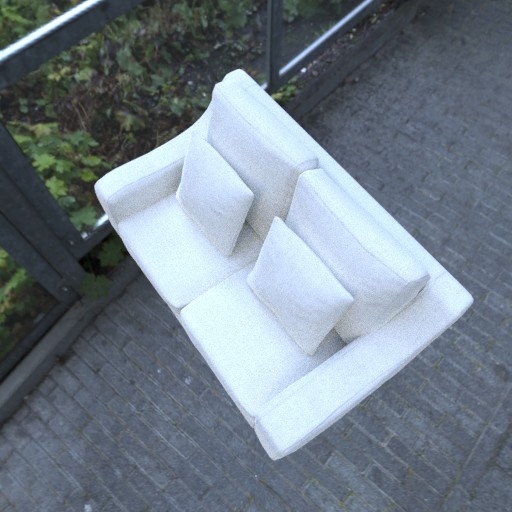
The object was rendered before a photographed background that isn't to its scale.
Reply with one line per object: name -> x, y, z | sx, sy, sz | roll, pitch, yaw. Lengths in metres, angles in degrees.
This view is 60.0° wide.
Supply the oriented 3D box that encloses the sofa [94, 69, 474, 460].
sofa -> 0.000, 0.000, 2.316 | 1.040, 1.047, 1.744 | -33, 68, -15
